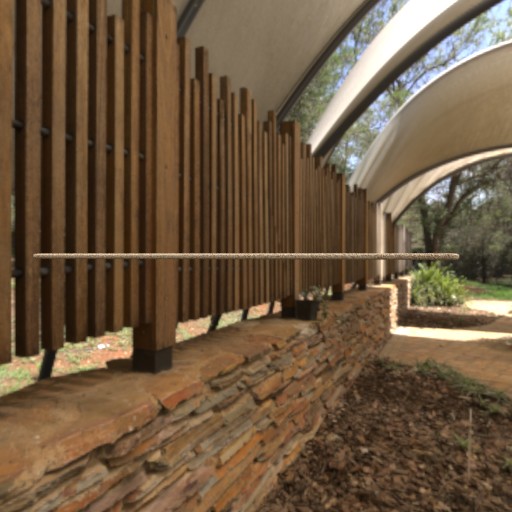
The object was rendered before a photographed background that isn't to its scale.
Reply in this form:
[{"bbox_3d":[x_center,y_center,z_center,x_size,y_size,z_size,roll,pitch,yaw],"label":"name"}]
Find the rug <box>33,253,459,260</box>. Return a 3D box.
[{"bbox_3d":[0.000,0.000,3.095,2.438,0.030,1.524,0,0,19],"label":"rug"}]
